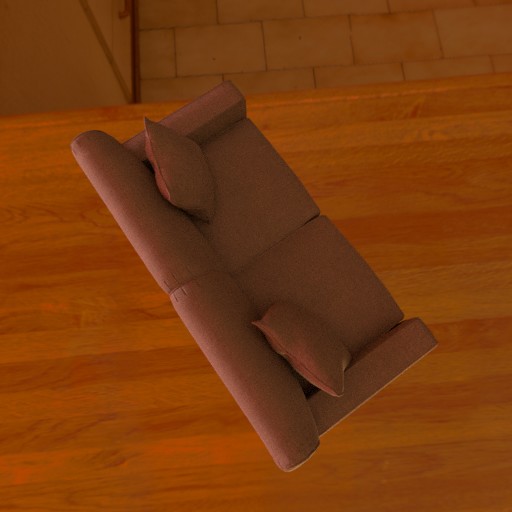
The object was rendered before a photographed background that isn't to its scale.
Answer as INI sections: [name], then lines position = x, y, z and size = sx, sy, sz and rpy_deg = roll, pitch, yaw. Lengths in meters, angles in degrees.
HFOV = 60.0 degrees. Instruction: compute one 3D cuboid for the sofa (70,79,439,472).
[sofa]
position = 0.000, 0.000, 2.449
size = 1.000, 0.958, 1.846
rpy_deg = -34, 78, -8
